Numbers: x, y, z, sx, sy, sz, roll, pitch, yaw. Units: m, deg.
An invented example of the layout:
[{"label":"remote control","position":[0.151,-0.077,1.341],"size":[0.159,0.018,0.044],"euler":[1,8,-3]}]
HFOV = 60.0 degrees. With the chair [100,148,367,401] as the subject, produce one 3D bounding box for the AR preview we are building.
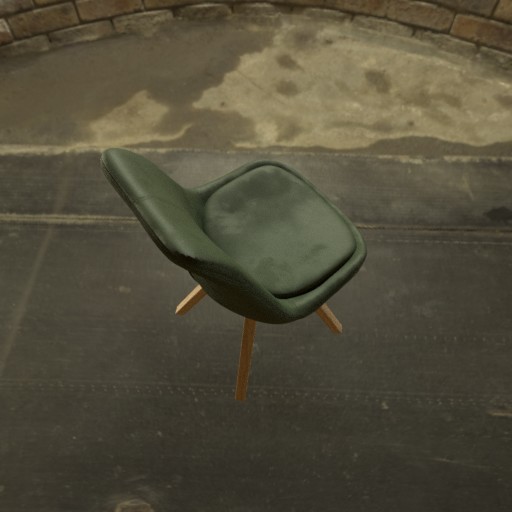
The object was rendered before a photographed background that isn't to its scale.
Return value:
[{"label":"chair","position":[0.000,0.000,1.216],"size":[0.547,0.865,0.483],"euler":[-32,63,-18]}]
